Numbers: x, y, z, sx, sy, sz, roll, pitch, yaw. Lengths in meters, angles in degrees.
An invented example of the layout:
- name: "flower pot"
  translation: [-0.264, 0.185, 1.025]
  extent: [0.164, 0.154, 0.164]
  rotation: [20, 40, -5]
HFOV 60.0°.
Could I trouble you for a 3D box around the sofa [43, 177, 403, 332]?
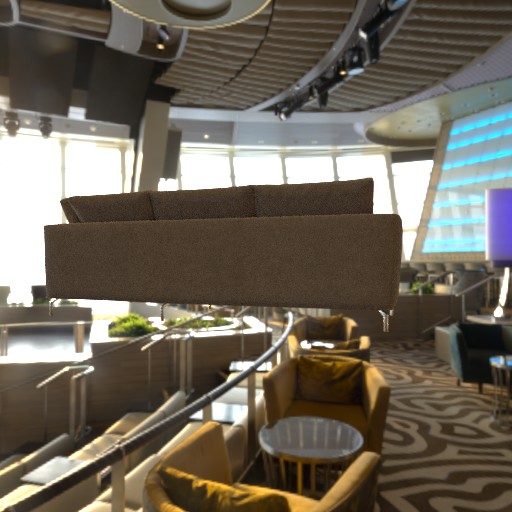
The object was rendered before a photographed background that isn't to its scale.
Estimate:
- name: "sofa"
  translation: [0.000, 0.000, 3.876]
  extent: [2.438, 0.864, 2.438]
  rotation: [0, -1, 18]
